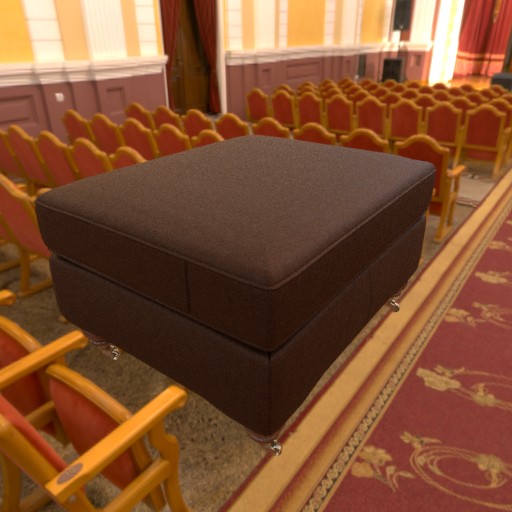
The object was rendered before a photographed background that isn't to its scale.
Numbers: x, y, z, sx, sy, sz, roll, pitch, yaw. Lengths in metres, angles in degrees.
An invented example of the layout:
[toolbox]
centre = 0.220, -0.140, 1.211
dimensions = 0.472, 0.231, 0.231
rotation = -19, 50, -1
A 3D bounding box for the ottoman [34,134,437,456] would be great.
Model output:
[ottoman]
centre = 0.000, 0.000, 1.742
dimensions = 0.967, 0.730, 1.187
rotation = 19, 32, 32
